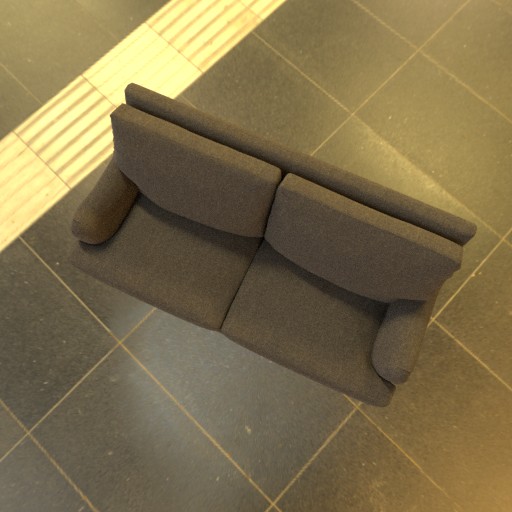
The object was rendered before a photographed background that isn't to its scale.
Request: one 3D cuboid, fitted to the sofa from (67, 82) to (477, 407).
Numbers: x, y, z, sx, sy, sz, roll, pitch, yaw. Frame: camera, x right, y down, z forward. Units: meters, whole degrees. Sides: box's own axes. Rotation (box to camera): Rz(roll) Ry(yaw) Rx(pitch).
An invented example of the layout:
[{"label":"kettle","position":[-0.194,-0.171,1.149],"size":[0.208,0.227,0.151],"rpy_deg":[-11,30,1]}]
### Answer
[{"label":"sofa","position":[0.000,0.000,2.759],"size":[2.160,1.054,1.087],"rpy_deg":[24,78,6]}]
